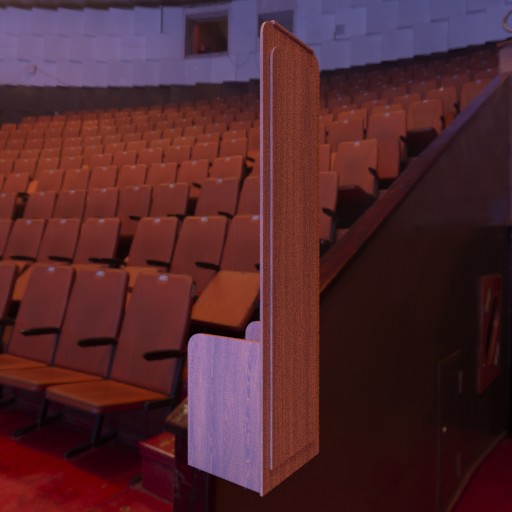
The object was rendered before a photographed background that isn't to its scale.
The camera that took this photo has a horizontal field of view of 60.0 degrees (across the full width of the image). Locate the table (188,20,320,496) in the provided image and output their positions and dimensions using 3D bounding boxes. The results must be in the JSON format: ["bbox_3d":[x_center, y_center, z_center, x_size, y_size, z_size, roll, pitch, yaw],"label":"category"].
[{"bbox_3d":[0.000,0.000,1.968,0.420,1.830,0.450,0,1,36],"label":"table"}]
